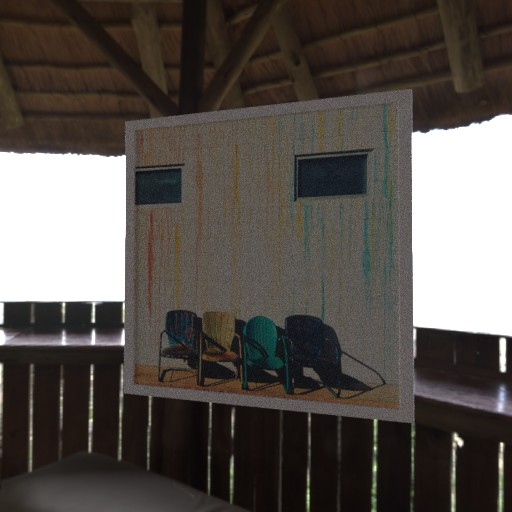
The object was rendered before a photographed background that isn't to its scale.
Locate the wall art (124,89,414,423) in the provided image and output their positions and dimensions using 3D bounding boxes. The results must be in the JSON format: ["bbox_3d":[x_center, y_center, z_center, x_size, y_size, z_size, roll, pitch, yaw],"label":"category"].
[{"bbox_3d":[0.000,0.000,1.140,0.760,0.760,0.036,0,-1,18],"label":"wall art"}]
